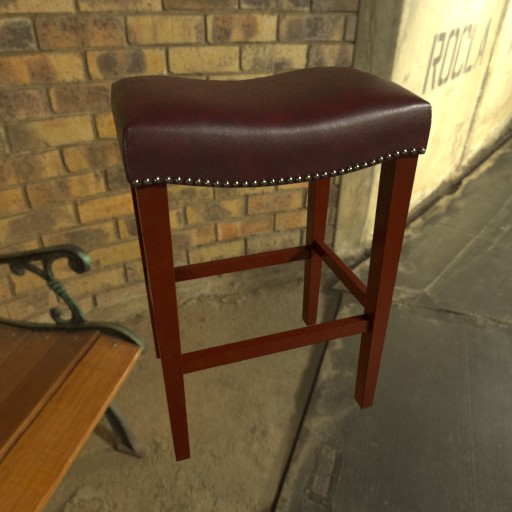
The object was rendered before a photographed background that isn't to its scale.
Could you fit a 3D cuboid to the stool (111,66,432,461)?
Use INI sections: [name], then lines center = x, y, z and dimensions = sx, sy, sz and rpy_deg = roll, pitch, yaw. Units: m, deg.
[stool]
center = 0.000, 0.000, 0.976
dimensions = 0.504, 0.742, 0.372
rpy_deg = -10, 32, -15
